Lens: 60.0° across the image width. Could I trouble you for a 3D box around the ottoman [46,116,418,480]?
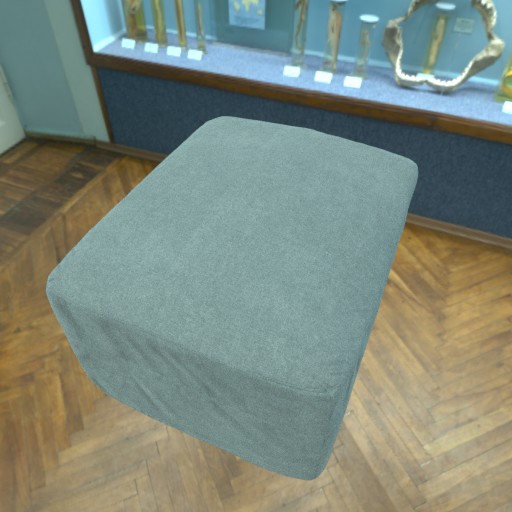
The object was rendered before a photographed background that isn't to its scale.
[{"bbox_3d":[0.000,0.000,1.189,0.683,0.481,0.837,17,48,16],"label":"ottoman"}]
